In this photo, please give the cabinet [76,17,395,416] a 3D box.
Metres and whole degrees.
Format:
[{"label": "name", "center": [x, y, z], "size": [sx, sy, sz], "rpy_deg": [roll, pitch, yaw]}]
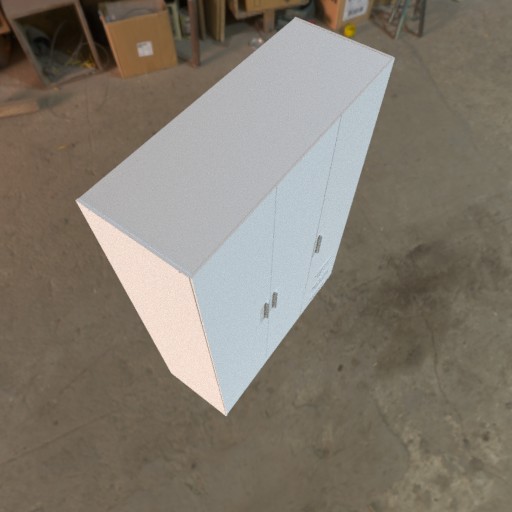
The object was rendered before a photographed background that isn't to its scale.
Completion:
[{"label": "cabinet", "center": [0.000, 0.000, 2.450], "size": [0.510, 1.910, 1.290], "rpy_deg": [32, 64, 18]}]
